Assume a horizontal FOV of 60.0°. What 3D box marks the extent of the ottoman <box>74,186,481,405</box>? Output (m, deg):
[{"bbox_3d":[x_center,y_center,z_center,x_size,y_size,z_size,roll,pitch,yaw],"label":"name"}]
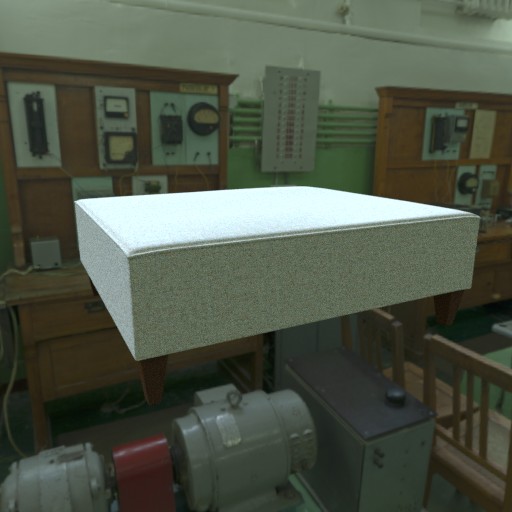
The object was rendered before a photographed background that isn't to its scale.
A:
[{"bbox_3d":[0.000,0.000,1.218,0.835,0.303,0.736,-7,16,-27],"label":"ottoman"}]
